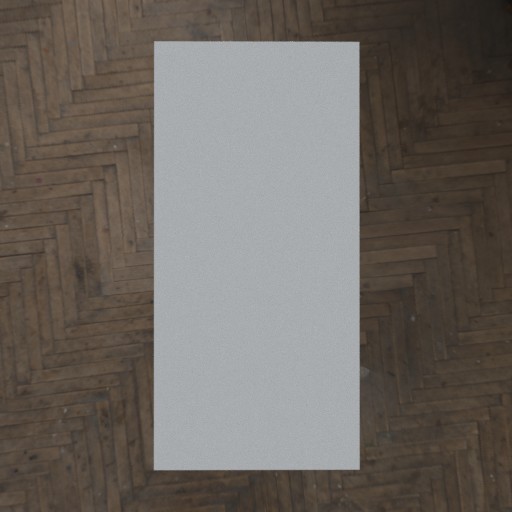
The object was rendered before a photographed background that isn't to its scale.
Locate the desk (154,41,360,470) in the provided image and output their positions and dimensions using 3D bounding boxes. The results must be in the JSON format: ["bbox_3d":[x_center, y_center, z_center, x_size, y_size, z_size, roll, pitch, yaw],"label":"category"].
[{"bbox_3d":[0.000,0.000,1.374,0.491,0.723,0.979,0,90,0],"label":"desk"}]
